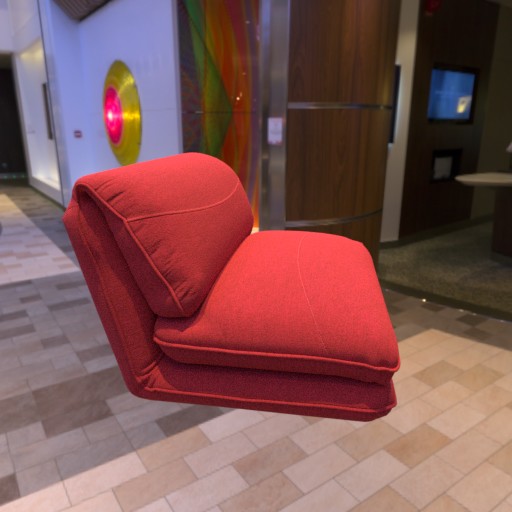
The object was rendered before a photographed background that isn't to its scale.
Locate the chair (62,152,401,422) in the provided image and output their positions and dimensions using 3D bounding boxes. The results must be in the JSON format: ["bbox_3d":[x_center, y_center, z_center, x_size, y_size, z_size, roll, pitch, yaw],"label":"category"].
[{"bbox_3d":[0.000,0.000,1.353,0.780,0.580,0.820,3,17,9],"label":"chair"}]
